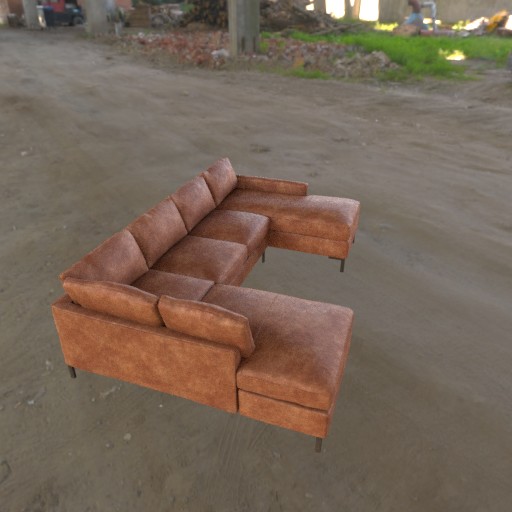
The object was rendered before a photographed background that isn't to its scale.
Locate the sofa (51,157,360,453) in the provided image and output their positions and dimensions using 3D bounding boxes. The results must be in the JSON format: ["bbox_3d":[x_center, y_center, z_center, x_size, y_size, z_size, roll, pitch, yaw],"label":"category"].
[{"bbox_3d":[0.000,0.000,3.972,1.939,0.900,2.956,10,31,17],"label":"sofa"}]
